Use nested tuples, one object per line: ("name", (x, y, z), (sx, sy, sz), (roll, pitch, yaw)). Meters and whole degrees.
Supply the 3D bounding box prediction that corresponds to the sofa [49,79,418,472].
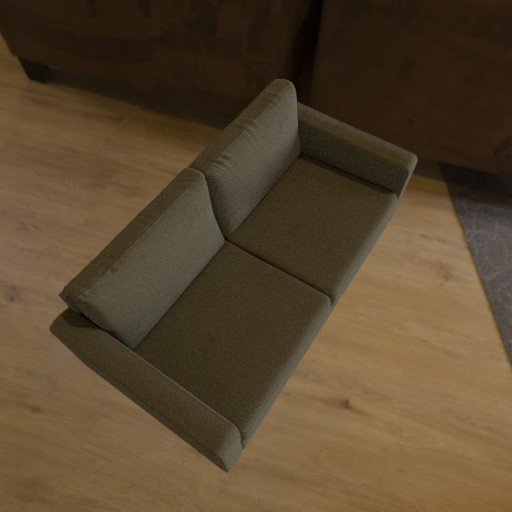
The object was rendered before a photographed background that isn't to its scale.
("sofa", (0.000, 0.000, 2.213), (0.889, 0.897, 1.730), (30, 63, 17))
